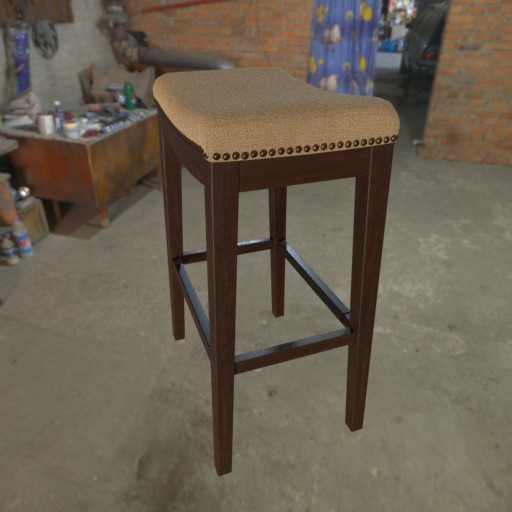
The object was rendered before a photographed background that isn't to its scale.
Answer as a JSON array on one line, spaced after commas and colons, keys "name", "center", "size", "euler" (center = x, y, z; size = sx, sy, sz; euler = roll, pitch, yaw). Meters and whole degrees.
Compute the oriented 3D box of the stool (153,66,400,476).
[{"name": "stool", "center": [0.000, 0.000, 1.037], "size": [0.363, 0.768, 0.509], "euler": [-10, 31, -18]}]
